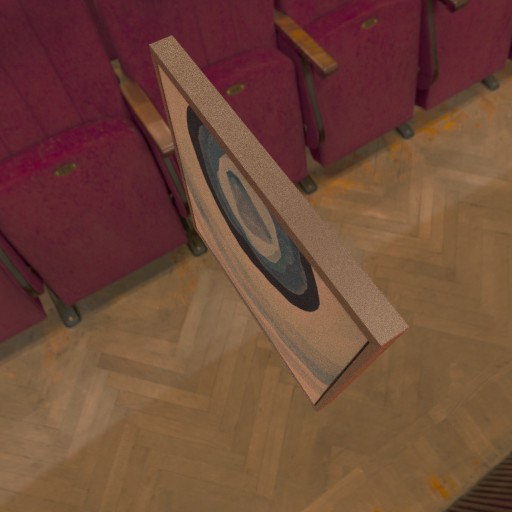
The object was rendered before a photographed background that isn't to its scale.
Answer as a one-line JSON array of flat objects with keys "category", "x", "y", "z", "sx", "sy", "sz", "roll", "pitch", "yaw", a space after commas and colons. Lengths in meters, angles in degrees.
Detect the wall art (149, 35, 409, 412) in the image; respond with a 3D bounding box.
[{"category": "wall art", "x": 0.000, "y": 0.000, "z": 0.520, "sx": 0.028, "sy": 0.349, "sz": 0.349, "roll": -30, "pitch": 67, "yaw": -14}]
